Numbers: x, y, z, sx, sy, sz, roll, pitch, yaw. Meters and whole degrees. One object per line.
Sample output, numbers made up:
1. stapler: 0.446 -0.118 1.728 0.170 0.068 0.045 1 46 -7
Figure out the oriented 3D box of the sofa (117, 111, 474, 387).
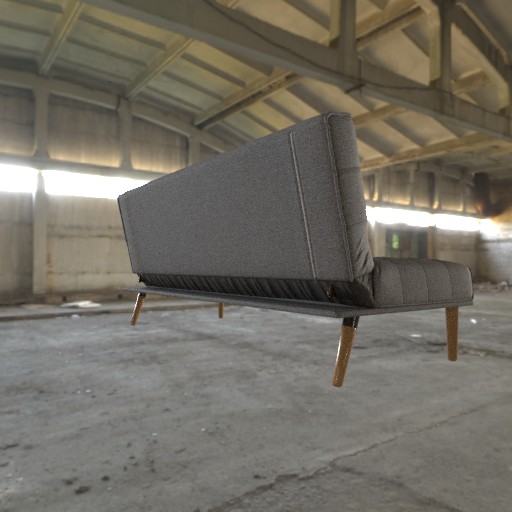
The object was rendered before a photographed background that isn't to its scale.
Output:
1. sofa: 0.000 0.000 2.220 0.810 0.830 1.820 1 -2 -36
